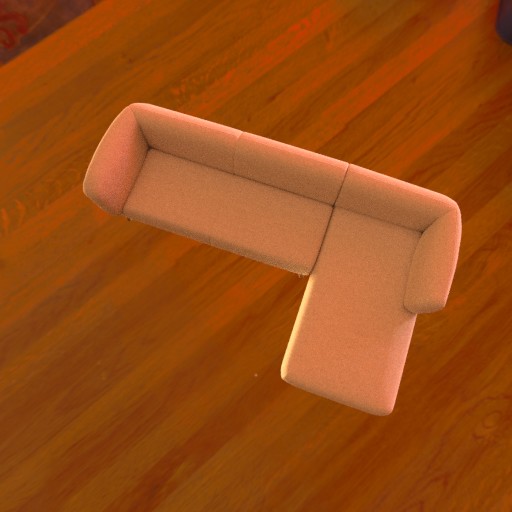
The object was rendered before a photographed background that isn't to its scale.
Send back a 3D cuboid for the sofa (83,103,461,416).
[{"bbox_3d":[0.000,0.000,3.337,2.660,0.730,1.610,18,76,5],"label":"sofa"}]
